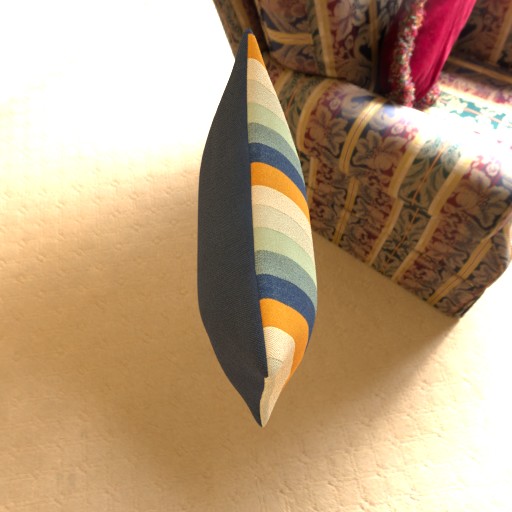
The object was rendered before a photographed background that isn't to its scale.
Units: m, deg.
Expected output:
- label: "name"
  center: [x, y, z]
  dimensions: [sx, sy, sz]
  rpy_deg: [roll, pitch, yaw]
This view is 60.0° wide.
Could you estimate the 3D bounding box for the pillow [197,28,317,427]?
- label: "pillow"
  center: [0.000, 0.000, 0.697]
  dimensions: [0.173, 0.454, 0.463]
  rpy_deg: [-2, 63, -1]
